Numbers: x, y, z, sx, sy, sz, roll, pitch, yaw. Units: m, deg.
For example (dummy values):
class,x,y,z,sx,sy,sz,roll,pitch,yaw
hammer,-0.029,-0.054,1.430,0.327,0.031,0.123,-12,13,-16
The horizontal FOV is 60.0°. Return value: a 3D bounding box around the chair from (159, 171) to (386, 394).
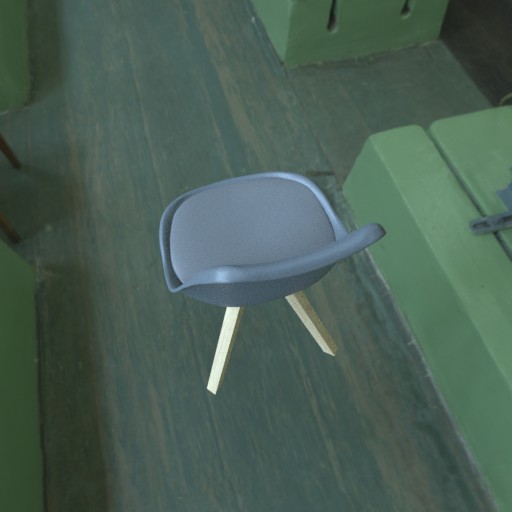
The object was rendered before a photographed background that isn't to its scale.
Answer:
class,x,y,z,sx,sy,sz,roll,pitch,yaw
chair,0.000,0.000,1.193,0.485,0.850,0.550,-15,61,-9
